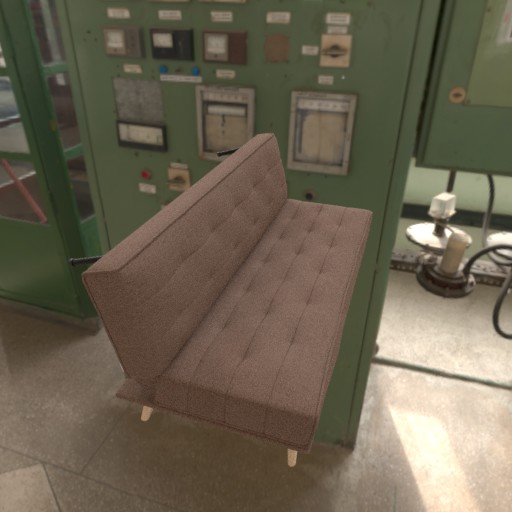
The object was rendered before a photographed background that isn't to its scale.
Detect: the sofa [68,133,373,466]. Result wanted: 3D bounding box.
[{"bbox_3d":[0.000,0.000,2.307,1.038,0.810,1.820,10,32,16],"label":"sofa"}]
